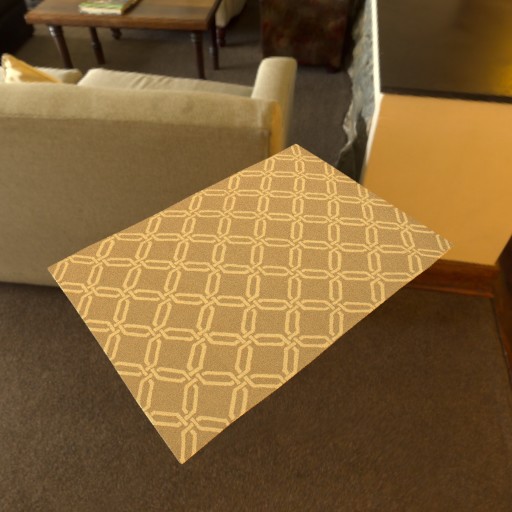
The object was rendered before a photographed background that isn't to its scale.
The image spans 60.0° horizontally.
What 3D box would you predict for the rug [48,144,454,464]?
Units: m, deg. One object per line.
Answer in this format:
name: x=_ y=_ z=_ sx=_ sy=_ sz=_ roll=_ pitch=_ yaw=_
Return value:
rug: x=0.000 y=0.000 z=2.824 sx=2.135 sy=0.013 sz=1.524 roll=-32 pitch=55 yaw=-26
